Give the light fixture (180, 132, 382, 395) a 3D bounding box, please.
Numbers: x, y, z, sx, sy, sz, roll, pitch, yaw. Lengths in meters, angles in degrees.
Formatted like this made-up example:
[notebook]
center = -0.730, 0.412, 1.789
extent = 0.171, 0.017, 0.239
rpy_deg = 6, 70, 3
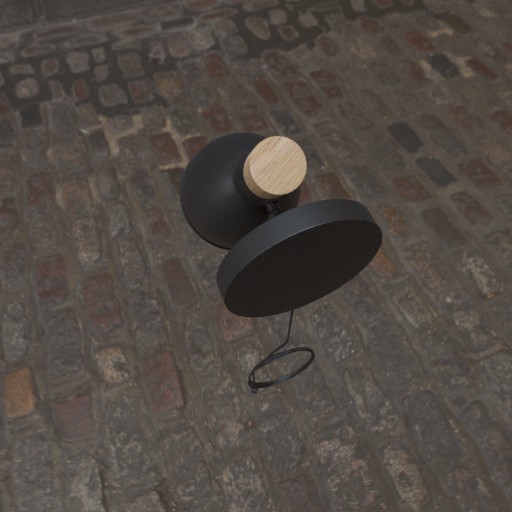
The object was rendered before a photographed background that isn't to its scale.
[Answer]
[light fixture]
center = 0.000, 0.000, 0.490
extent = 0.127, 0.401, 0.203
rpy_deg = -18, 61, -11
